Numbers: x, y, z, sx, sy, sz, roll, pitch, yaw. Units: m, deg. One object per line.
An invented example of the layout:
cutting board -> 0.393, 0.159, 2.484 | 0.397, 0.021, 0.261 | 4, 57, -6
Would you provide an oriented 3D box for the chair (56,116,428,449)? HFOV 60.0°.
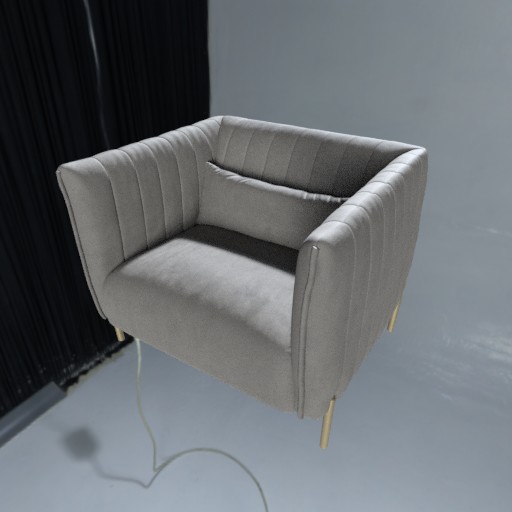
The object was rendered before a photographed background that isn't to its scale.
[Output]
chair -> 0.000, 0.000, 1.627 | 0.981, 0.779, 0.873 | 18, 35, 28
